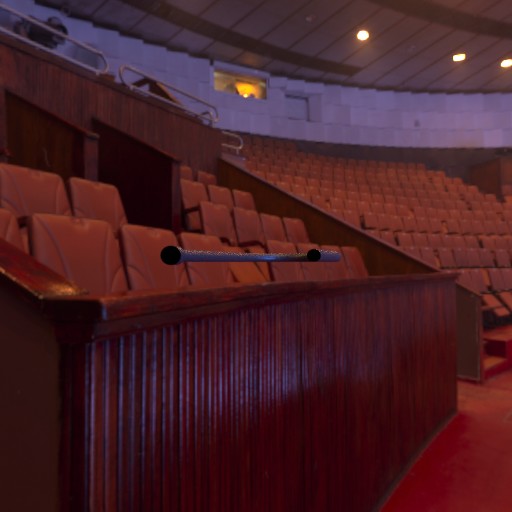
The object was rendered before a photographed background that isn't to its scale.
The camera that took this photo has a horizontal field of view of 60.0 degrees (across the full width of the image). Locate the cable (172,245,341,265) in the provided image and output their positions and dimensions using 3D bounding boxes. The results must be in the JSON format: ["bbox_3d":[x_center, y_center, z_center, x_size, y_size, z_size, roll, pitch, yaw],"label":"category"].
[{"bbox_3d":[0.000,0.000,0.110,0.041,0.005,0.098,0,-1,19],"label":"cable"}]
